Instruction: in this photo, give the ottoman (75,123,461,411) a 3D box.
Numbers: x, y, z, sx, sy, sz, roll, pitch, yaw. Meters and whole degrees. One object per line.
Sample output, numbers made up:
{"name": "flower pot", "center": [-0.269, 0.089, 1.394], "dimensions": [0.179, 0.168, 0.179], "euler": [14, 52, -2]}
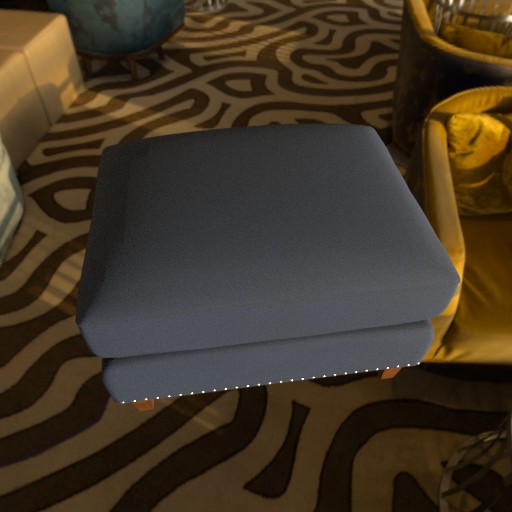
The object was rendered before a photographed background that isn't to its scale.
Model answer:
{"name": "ottoman", "center": [0.000, 0.000, 1.137], "dimensions": [0.741, 0.513, 0.584], "euler": [-6, 48, -5]}
